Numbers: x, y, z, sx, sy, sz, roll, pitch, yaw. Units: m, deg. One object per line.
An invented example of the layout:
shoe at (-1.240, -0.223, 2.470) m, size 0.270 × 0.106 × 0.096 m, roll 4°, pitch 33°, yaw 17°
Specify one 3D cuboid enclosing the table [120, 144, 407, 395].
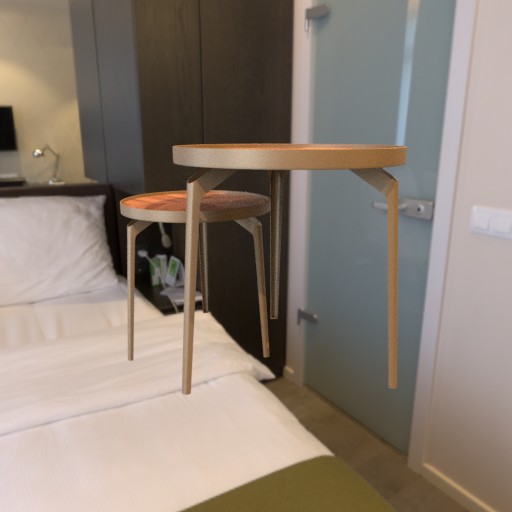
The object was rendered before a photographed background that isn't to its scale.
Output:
table at (0.000, 0.000, 1.147) m, size 0.751 × 0.555 × 0.532 m, roll 8°, pitch 17°, yaw 26°
